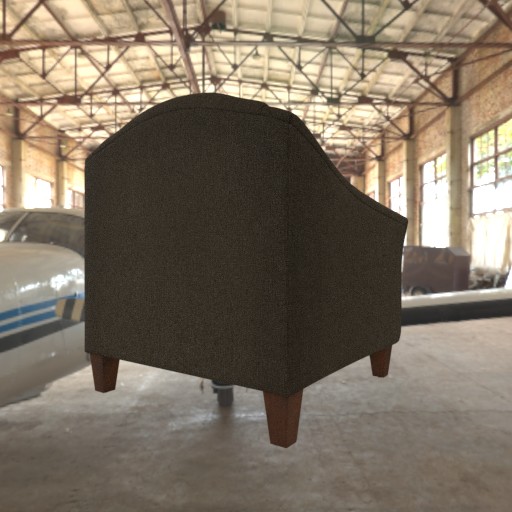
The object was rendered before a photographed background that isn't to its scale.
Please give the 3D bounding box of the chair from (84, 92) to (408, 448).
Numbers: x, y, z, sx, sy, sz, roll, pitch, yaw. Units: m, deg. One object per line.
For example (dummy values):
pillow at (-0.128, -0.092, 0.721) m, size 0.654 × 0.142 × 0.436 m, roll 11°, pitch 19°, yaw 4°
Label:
chair at (0.000, 0.000, 1.452) m, size 0.763 × 0.839 × 0.787 m, roll 0°, pitch 0°, yaw 36°
